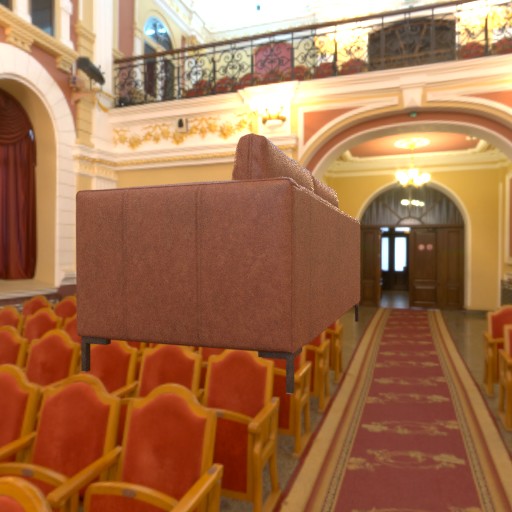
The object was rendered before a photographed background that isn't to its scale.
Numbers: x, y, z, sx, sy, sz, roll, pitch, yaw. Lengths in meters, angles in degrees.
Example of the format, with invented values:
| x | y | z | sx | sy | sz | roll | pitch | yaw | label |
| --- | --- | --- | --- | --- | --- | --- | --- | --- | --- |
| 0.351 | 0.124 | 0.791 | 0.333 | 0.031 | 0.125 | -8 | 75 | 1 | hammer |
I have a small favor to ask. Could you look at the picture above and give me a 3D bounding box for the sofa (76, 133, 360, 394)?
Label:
| x | y | z | sx | sy | sz | roll | pitch | yaw | label |
| --- | --- | --- | --- | --- | --- | --- | --- | --- | --- |
| 0.000 | 0.000 | 2.357 | 0.899 | 0.883 | 1.797 | 0 | 0 | 20 | sofa |
